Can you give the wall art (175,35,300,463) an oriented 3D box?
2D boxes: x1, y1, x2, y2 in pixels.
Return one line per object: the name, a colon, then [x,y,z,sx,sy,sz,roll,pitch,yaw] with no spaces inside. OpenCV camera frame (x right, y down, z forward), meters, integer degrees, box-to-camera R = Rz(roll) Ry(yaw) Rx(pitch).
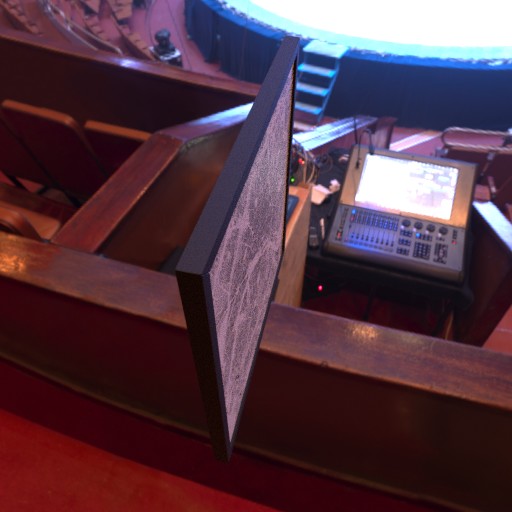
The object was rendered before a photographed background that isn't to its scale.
wall art: [0.000,0.000,1.106,0.037,0.763,0.763,10,49,9]
